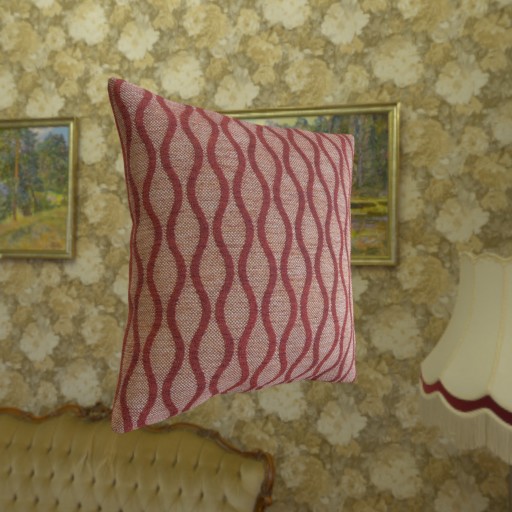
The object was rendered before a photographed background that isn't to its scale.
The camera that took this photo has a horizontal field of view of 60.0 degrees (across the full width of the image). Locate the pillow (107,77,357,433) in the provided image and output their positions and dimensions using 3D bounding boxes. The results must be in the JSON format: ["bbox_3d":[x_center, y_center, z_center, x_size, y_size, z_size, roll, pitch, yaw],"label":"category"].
[{"bbox_3d":[0.000,0.000,0.649,0.429,0.434,0.159,1,-2,-36],"label":"pillow"}]
